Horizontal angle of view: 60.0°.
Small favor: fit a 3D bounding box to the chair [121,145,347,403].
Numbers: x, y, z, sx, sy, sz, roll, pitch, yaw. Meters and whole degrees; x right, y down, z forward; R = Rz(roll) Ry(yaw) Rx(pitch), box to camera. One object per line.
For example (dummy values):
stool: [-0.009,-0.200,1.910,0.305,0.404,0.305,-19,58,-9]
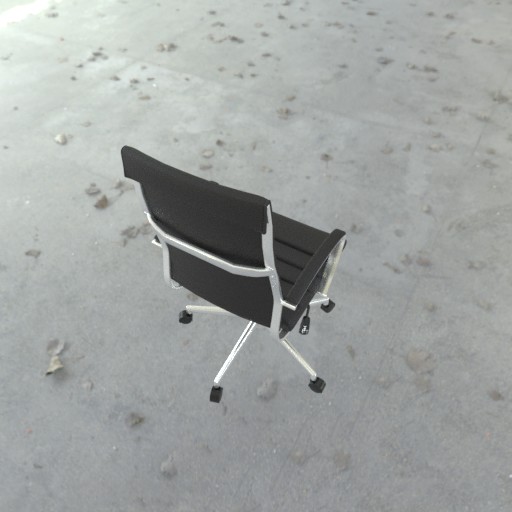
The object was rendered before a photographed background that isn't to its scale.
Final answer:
chair: [0.000,0.000,1.667,0.766,1.149,0.739,24,51,21]
